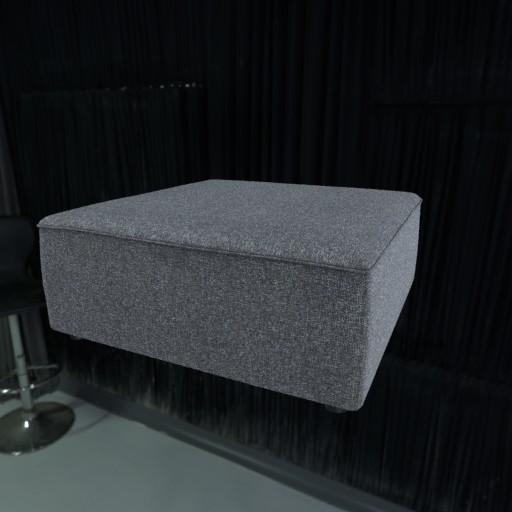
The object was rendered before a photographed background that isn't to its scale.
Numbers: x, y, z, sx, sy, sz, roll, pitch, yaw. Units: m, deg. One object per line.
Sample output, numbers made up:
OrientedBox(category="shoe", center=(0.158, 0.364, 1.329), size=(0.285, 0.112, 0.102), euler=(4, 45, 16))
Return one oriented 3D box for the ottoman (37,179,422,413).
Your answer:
OrientedBox(category="ottoman", center=(0.000, 0.000, 1.589), size=(1.021, 0.423, 1.017), euler=(8, 19, 25))
